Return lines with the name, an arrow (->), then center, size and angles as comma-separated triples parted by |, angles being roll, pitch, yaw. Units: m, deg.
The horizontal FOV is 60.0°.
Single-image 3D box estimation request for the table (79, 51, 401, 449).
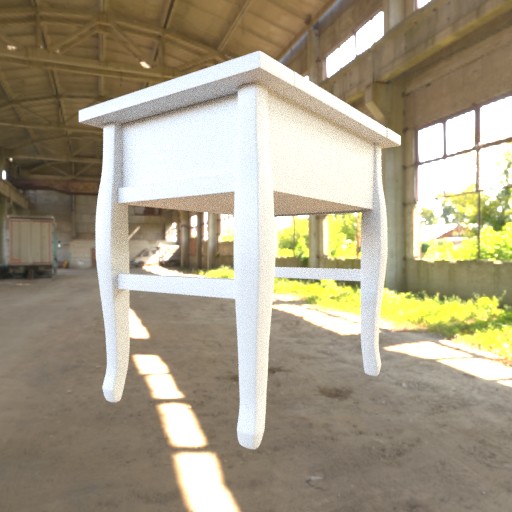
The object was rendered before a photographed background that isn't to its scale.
table -> 0.000, 0.000, 1.015 | 0.463, 0.605, 0.599 | 1, 1, 37
